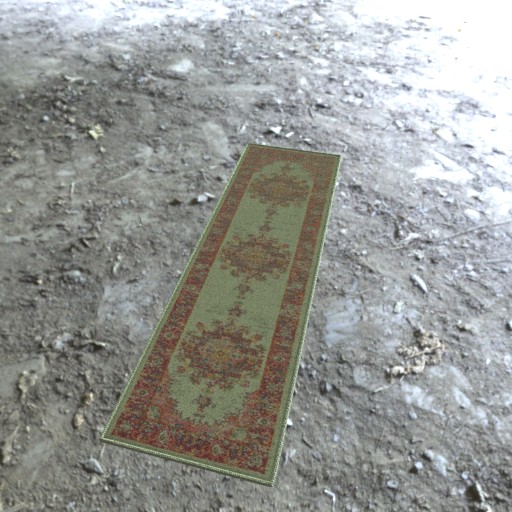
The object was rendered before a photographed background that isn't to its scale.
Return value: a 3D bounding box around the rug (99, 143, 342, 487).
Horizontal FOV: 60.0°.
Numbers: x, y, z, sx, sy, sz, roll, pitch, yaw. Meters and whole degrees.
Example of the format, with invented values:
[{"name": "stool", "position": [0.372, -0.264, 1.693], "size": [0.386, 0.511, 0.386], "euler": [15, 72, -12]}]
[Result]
[{"name": "rug", "position": [0.000, 0.000, 1.960], "size": [0.562, 0.009, 1.824], "euler": [10, 46, 10]}]
